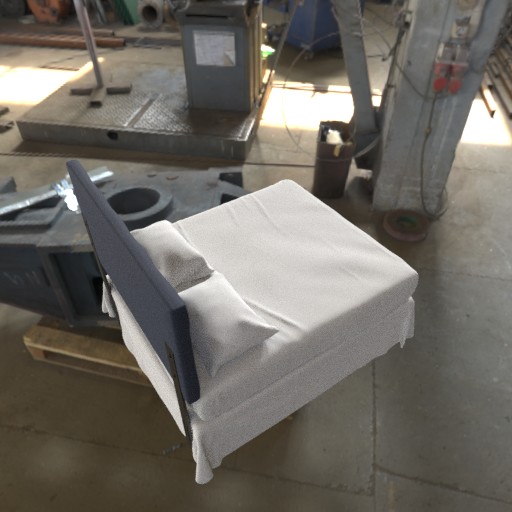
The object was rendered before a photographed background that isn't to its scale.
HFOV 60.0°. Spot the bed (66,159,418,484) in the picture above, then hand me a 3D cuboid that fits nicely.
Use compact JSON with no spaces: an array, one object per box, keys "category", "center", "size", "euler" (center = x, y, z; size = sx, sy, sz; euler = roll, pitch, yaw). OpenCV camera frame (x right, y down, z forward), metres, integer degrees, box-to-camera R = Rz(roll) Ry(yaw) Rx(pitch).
[{"category":"bed","center":[0.000,0.000,3.467],"size":[2.222,1.577,1.936],"euler":[-25,48,-25]}]
